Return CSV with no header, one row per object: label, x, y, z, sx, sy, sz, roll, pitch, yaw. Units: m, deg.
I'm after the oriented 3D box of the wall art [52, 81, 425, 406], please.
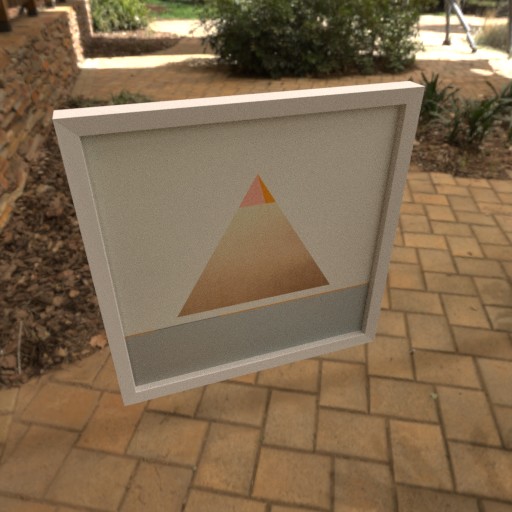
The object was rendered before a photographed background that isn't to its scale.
wall art,0.000,0.000,1.861,1.289,1.291,0.098,-11,35,-16
